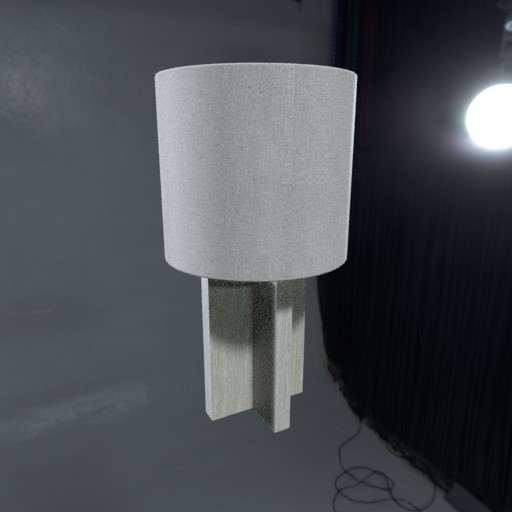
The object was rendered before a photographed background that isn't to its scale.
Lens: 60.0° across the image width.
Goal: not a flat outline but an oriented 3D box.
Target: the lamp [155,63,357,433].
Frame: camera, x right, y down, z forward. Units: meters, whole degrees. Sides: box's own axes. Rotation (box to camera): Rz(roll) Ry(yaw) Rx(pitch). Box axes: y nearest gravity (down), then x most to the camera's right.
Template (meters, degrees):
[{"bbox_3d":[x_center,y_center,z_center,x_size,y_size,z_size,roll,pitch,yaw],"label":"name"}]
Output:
[{"bbox_3d":[0.000,0.000,0.569,0.229,0.428,0.229,-8,18,-27],"label":"lamp"}]
